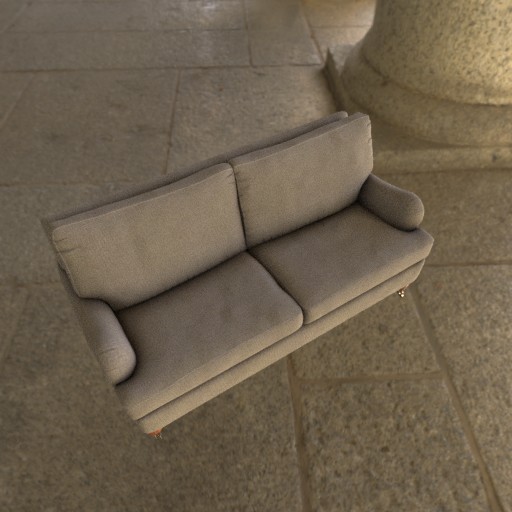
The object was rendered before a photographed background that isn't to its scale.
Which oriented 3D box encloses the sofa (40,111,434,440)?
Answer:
[{"bbox_3d":[0.000,0.000,2.795,2.193,1.096,1.069,-25,52,-21],"label":"sofa"}]
